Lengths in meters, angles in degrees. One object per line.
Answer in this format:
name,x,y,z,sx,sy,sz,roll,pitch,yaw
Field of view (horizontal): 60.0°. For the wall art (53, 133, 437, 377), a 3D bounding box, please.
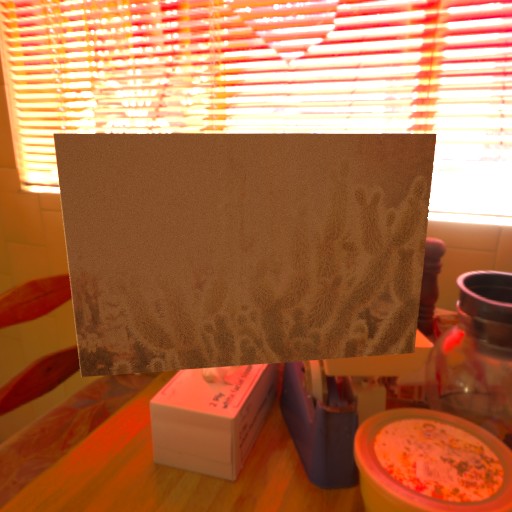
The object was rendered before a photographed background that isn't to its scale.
wall art,0.000,0.000,1.896,1.525,1.012,0.038,-2,15,-8
